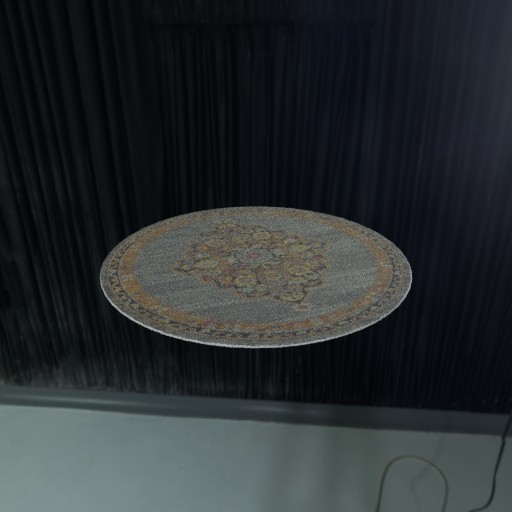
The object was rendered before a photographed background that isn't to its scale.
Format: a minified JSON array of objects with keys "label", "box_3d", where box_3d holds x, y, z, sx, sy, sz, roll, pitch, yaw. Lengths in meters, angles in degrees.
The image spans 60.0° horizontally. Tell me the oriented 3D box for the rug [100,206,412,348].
[{"label":"rug","box_3d":[0.000,0.000,2.385,1.598,0.010,1.598,0,25,0]}]
